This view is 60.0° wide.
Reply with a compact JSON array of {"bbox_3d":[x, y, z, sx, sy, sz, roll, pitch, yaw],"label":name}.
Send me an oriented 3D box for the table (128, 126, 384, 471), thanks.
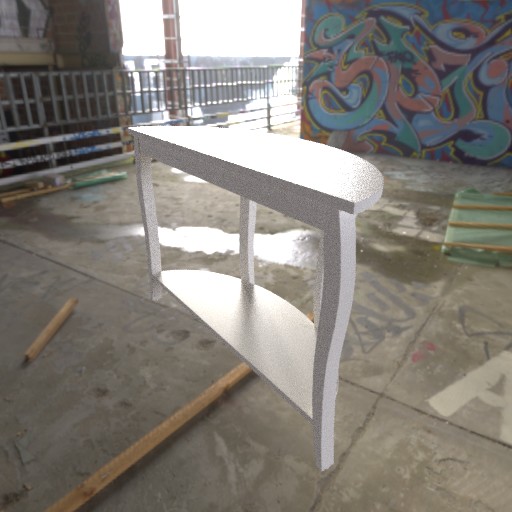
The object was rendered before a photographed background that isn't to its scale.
[{"bbox_3d":[0.000,0.000,1.587,0.394,0.780,1.219,-16,29,-32],"label":"table"}]
